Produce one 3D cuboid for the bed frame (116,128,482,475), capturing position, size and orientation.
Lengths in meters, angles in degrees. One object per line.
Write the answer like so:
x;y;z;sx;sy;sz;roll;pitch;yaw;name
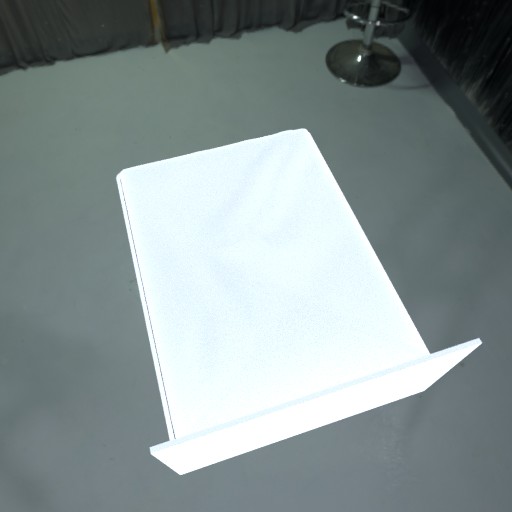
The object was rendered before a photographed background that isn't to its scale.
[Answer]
0.000;0.000;2.682;1.490;0.800;1.950;-15;60;-9;bed frame
